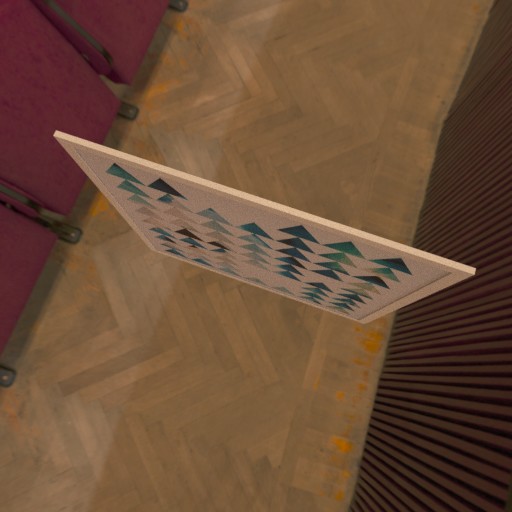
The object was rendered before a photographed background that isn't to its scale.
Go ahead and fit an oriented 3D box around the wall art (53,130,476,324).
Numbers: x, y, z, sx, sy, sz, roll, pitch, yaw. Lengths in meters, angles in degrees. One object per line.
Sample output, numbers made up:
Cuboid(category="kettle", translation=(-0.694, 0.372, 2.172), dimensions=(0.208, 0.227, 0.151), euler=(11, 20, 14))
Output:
Cuboid(category="wall art", translation=(0.000, 0.000, 1.197), dimensions=(0.809, 0.809, 0.012), euler=(19, 76, 5))
